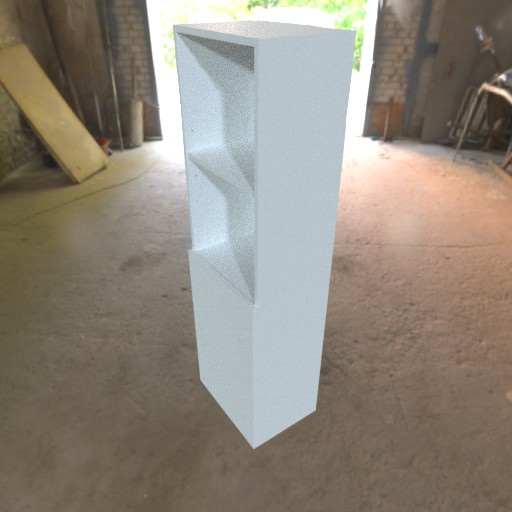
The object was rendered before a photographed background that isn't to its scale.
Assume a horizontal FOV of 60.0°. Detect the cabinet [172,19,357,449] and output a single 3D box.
[{"bbox_3d":[0.000,0.000,1.468,0.300,1.350,0.400,-20,37,-29],"label":"cabinet"}]
